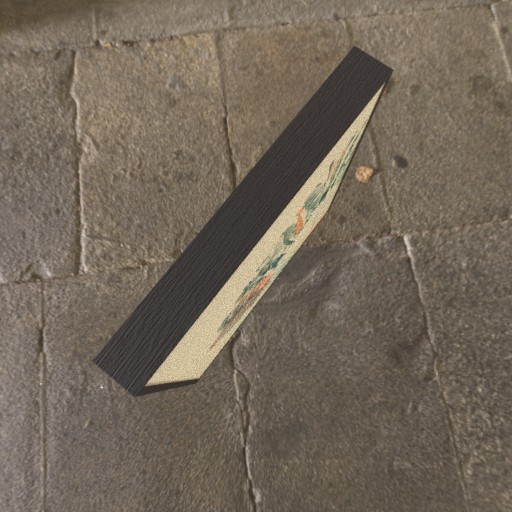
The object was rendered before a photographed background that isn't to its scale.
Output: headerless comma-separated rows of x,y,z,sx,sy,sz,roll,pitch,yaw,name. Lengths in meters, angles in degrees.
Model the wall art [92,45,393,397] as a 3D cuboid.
0.000,0.000,0.459,0.036,0.300,0.302,36,78,9,wall art
